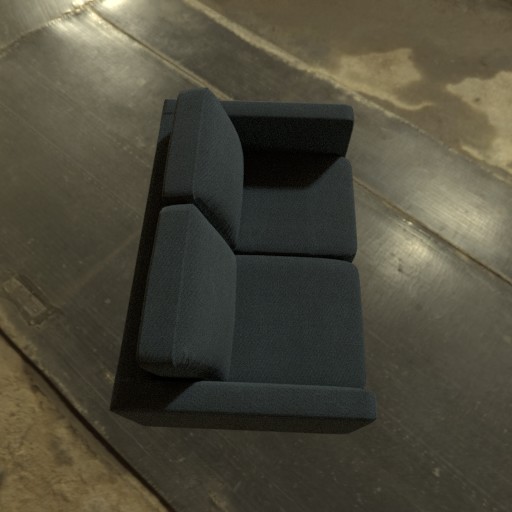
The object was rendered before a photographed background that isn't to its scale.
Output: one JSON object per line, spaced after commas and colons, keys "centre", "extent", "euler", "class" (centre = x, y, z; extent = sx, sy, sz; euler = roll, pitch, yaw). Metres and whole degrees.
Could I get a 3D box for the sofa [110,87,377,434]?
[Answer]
{"centre": [0.000, 0.000, 2.127], "extent": [0.999, 0.930, 1.518], "euler": [2, 64, 1], "class": "sofa"}
